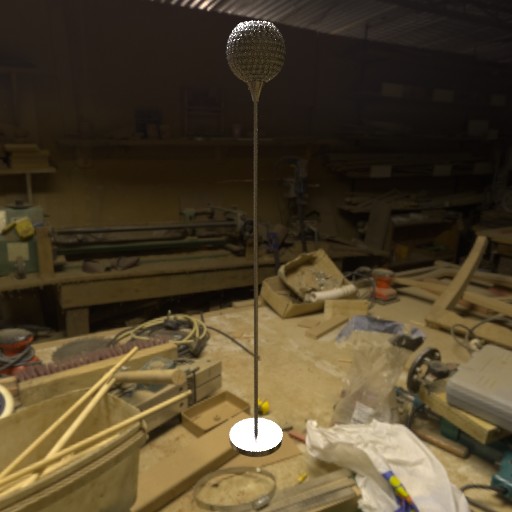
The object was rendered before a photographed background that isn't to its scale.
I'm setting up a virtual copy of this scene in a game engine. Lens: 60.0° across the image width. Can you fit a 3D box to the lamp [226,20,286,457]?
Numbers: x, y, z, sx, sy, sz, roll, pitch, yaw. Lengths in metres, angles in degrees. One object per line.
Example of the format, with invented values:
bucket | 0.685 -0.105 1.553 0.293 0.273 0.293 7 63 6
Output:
lamp | 0.000 0.000 1.900 0.254 1.805 0.254 0 14 0
